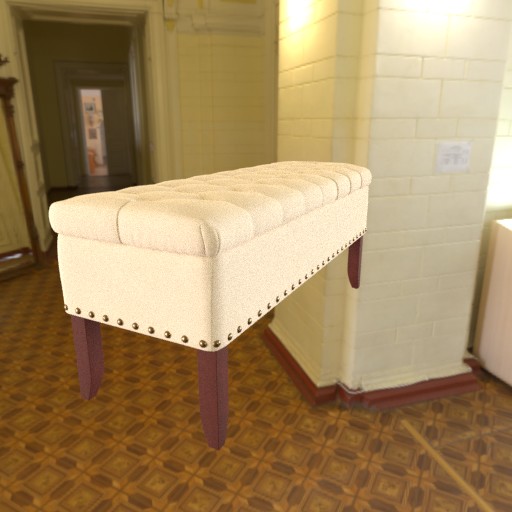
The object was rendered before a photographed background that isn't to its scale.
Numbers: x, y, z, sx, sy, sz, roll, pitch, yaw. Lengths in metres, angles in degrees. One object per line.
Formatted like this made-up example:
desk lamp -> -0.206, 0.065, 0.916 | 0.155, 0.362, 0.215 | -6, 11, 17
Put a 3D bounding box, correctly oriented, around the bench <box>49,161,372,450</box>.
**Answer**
bench -> 0.000, 0.000, 1.286 | 0.400, 0.470, 1.054 | 8, 18, 26
